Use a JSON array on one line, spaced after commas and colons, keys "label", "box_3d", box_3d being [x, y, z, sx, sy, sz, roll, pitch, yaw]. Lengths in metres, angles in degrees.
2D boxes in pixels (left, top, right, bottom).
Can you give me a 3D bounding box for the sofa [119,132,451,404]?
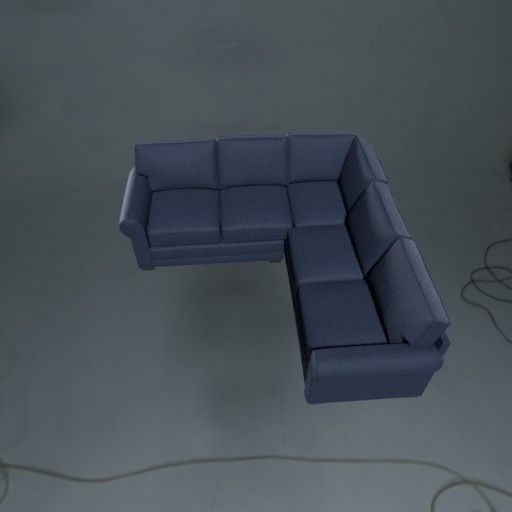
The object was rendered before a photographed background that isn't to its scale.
[{"label": "sofa", "box_3d": [0.000, 0.000, 3.954, 2.487, 1.042, 2.562, -3, 46, -3]}]
